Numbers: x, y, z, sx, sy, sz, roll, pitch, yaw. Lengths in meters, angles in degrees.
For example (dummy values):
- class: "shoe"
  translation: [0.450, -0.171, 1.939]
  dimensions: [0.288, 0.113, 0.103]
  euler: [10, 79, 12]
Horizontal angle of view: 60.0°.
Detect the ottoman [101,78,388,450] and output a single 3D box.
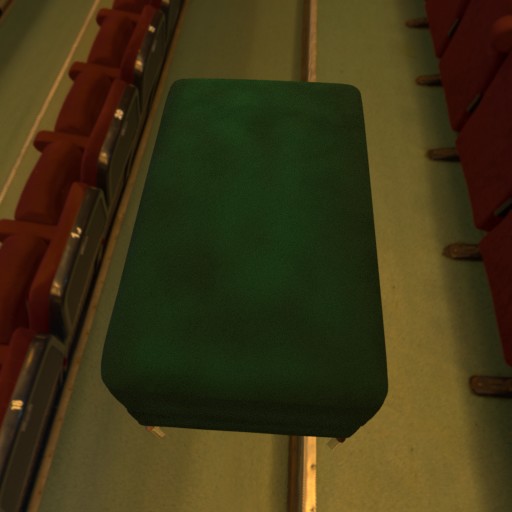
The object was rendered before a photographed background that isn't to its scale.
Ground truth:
- class: "ottoman"
  translation: [0.000, 0.000, 1.198]
  dimensions: [0.536, 0.533, 0.886]
  euler: [3, 59, 2]
